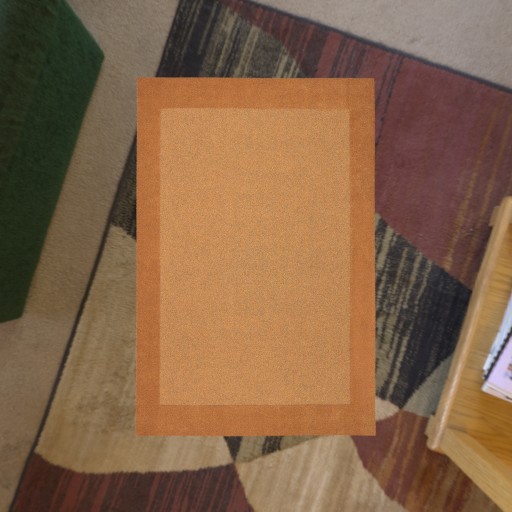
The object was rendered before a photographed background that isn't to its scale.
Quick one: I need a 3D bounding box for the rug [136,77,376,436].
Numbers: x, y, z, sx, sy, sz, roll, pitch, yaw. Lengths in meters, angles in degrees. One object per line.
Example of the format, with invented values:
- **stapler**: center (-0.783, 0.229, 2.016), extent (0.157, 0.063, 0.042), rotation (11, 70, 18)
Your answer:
- **rug**: center (0.000, 0.000, 2.266), extent (1.219, 0.014, 1.829), rotation (0, 89, 0)
